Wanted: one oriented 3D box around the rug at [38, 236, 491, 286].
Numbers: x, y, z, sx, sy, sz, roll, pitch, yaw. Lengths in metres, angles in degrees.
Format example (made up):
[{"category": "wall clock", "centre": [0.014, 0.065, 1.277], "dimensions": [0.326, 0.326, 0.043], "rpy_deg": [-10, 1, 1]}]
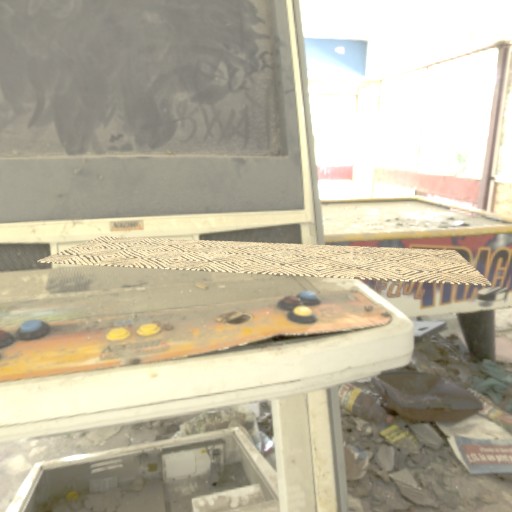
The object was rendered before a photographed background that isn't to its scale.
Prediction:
[{"category": "rug", "centre": [0.000, 0.000, 2.503], "dimensions": [2.277, 0.008, 0.676], "rpy_deg": [3, 14, 10]}]
